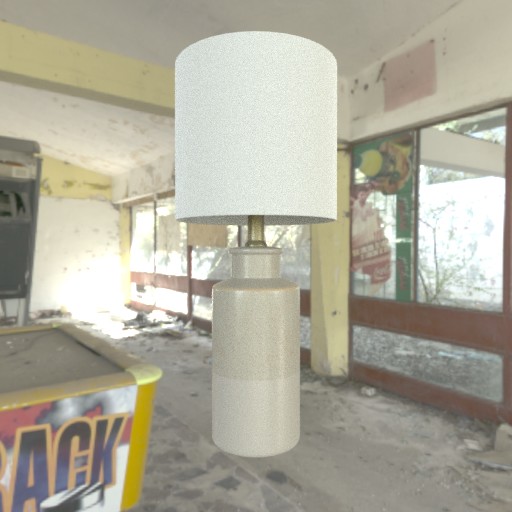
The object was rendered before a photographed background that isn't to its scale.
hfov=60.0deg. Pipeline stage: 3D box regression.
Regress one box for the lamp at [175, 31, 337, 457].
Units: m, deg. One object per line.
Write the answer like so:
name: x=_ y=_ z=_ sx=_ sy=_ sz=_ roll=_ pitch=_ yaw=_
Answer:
lamp: x=0.000 y=0.000 z=0.592 sx=0.212 sy=0.493 sz=0.212 roll=0 pitch=1 yaw=1
